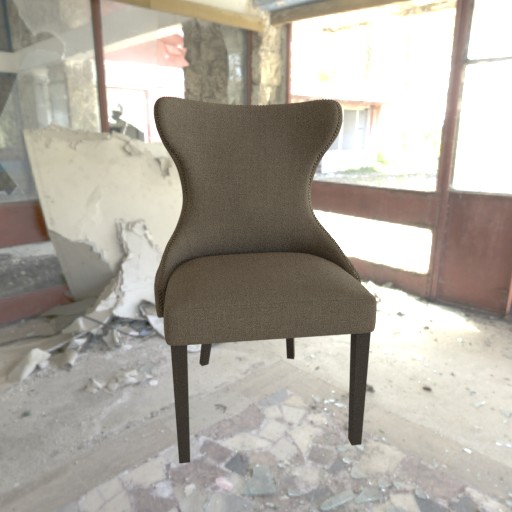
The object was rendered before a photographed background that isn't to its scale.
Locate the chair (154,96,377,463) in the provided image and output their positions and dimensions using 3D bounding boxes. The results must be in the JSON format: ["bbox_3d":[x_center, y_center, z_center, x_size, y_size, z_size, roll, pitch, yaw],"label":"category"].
[{"bbox_3d":[0.000,0.000,1.388,0.628,0.967,0.635,-2,16,-8],"label":"chair"}]
